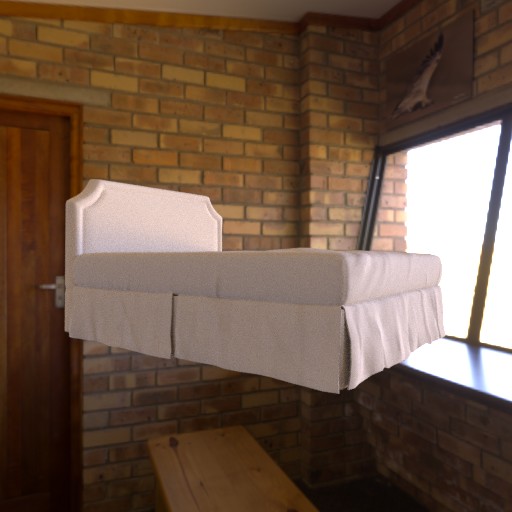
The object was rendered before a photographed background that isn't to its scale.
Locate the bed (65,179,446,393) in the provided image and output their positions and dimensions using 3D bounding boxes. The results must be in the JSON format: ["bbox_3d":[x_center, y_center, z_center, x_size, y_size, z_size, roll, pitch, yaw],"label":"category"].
[{"bbox_3d":[0.000,0.000,3.551,2.498,1.293,1.977,0,0,36],"label":"bed"}]
